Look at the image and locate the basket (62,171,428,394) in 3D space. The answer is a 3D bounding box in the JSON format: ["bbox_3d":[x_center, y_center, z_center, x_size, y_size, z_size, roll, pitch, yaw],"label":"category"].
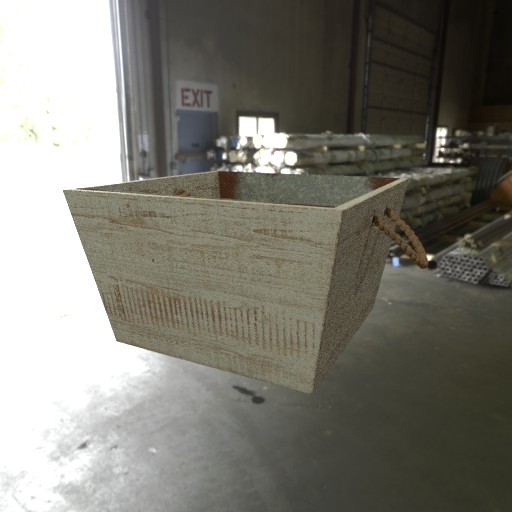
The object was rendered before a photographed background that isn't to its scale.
[{"bbox_3d":[0.000,0.000,0.751,0.545,0.247,0.413,8,17,26],"label":"basket"}]
